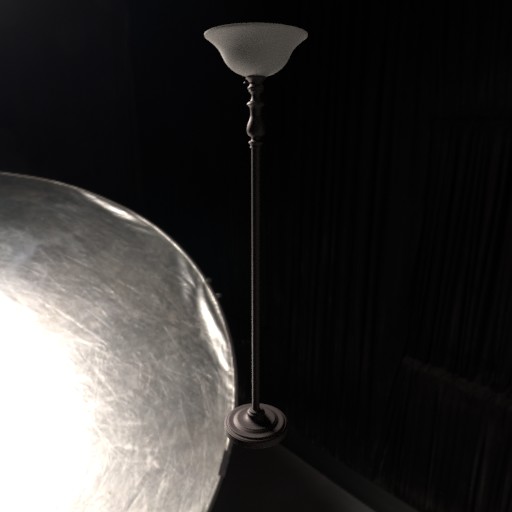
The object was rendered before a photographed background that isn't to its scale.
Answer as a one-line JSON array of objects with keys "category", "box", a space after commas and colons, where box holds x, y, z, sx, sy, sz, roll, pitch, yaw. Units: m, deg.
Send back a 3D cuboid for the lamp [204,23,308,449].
[{"category": "lamp", "box": [0.000, 0.000, 1.978, 0.405, 1.797, 0.405, -14, 21, -42]}]
